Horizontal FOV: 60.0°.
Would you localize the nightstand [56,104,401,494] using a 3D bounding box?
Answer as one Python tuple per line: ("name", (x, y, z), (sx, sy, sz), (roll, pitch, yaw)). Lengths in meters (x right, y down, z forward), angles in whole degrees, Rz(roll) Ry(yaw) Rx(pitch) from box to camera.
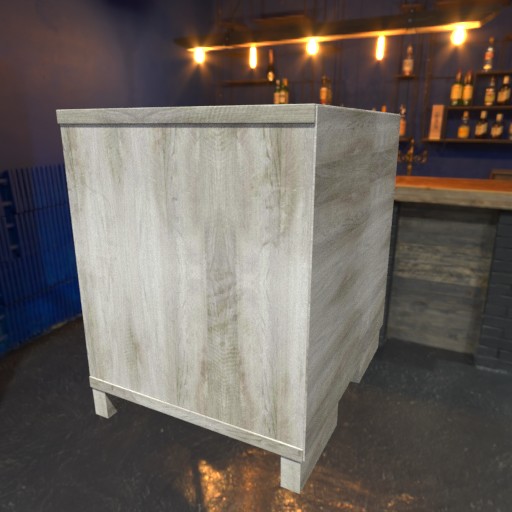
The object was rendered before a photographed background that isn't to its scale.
("nightstand", (0.000, 0.000, 0.727), (0.347, 0.448, 0.427), (8, 18, 26))
